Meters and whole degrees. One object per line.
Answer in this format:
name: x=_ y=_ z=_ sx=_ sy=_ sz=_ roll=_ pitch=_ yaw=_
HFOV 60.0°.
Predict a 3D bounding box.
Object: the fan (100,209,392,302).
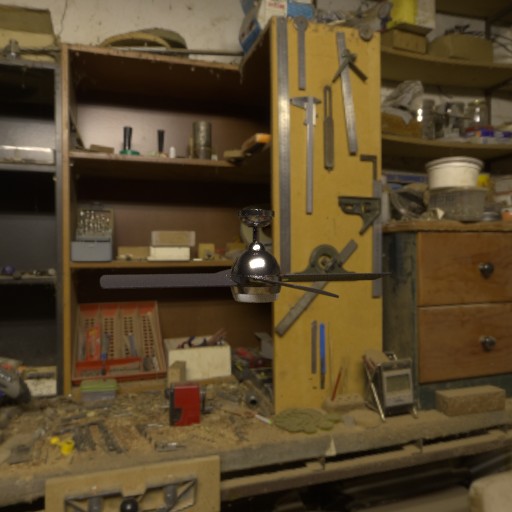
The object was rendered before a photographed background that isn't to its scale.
fan: x=0.000 y=0.000 z=2.003 sx=1.332 sy=0.403 sz=1.332 roll=0 pitch=1 yaw=-17
